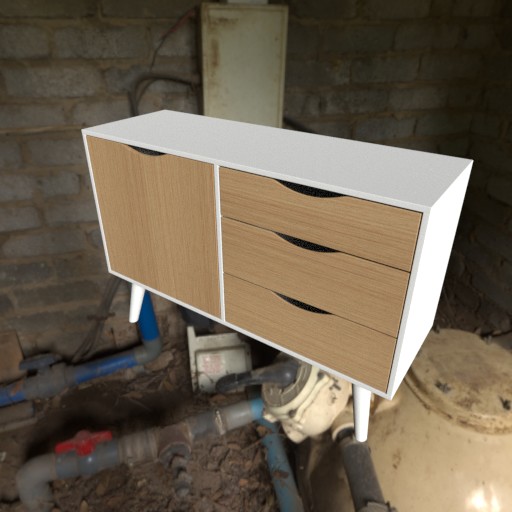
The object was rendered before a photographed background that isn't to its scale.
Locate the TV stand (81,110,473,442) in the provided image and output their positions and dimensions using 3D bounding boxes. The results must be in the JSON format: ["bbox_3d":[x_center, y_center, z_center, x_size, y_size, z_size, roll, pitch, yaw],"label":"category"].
[{"bbox_3d":[0.000,0.000,1.586,1.193,0.812,0.406,19,35,30],"label":"TV stand"}]
